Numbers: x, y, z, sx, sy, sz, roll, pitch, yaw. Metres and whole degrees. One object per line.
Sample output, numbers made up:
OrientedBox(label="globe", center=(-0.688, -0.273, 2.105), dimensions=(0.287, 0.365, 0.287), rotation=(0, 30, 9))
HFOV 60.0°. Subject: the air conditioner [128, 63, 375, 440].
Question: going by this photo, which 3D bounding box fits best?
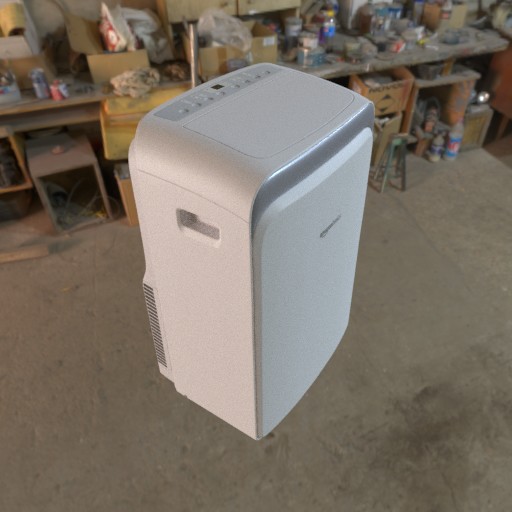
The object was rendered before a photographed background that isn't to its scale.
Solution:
OrientedBox(label="air conditioner", center=(0.000, 0.000, 0.971), dimensions=(0.365, 0.700, 0.454), rotation=(25, 47, 27))
